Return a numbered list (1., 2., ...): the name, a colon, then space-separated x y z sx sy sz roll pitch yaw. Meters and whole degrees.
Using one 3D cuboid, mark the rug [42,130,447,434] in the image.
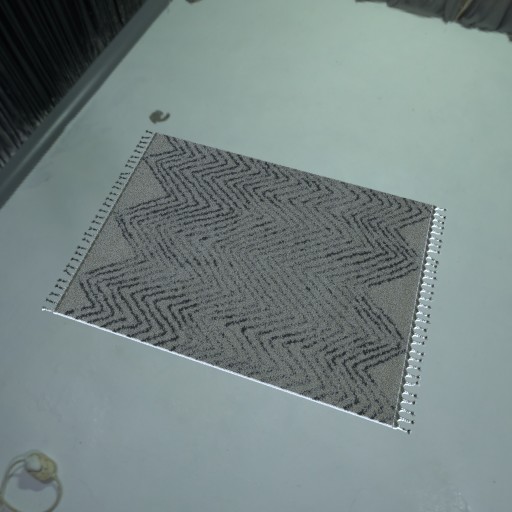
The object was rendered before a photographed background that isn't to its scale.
1. rug: 0.000 0.000 2.311 1.847 0.014 1.230 16 64 8
